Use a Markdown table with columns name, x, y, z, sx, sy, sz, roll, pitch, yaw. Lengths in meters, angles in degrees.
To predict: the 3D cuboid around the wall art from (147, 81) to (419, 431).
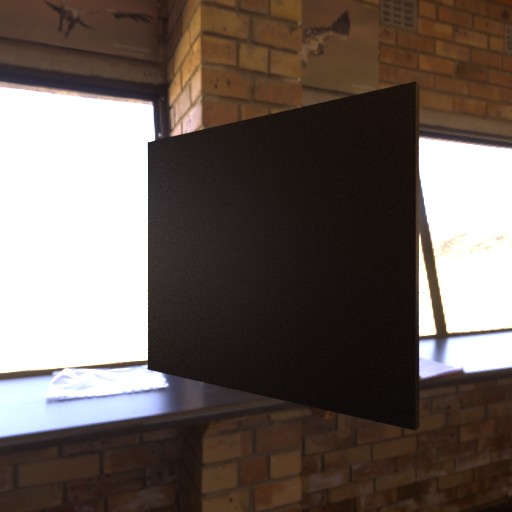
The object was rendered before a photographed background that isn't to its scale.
| name | x | y | z | sx | sy | sz | roll | pitch | yaw |
| --- | --- | --- | --- | --- | --- | --- | --- | --- | --- |
| wall art | 0.000 | 0.000 | 0.537 | 0.383 | 0.332 | 0.012 | 0 | 0 | 36 |
